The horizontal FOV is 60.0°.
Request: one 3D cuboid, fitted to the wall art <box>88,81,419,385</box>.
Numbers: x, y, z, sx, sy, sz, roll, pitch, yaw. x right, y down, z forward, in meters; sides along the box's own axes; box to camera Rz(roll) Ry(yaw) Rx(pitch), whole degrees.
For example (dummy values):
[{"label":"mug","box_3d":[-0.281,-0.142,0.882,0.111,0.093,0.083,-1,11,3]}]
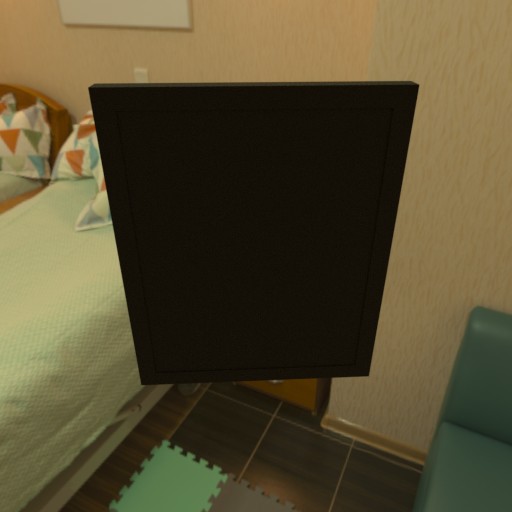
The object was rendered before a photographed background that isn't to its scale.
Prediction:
[{"label":"wall art","box_3d":[0.000,0.000,0.763,0.457,0.559,0.033,-2,30,-3]}]
